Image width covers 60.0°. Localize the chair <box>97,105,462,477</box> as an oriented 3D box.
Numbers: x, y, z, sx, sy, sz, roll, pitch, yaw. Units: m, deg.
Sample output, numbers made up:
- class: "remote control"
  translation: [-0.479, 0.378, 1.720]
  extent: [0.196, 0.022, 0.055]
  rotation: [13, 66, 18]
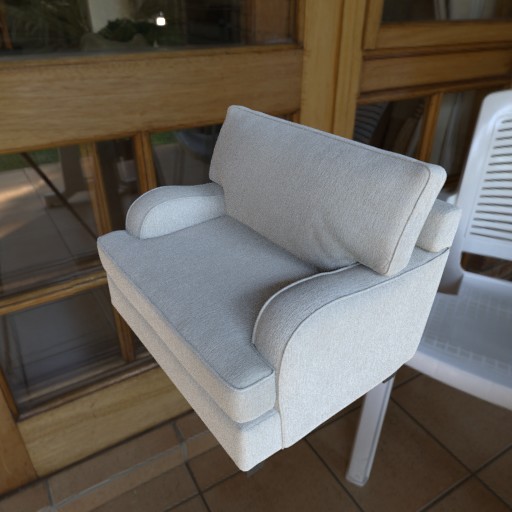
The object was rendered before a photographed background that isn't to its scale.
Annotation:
- class: "chair"
  translation: [0.000, 0.000, 1.929]
  extent: [1.041, 1.016, 1.220]
  rotation: [-21, 36, -31]
